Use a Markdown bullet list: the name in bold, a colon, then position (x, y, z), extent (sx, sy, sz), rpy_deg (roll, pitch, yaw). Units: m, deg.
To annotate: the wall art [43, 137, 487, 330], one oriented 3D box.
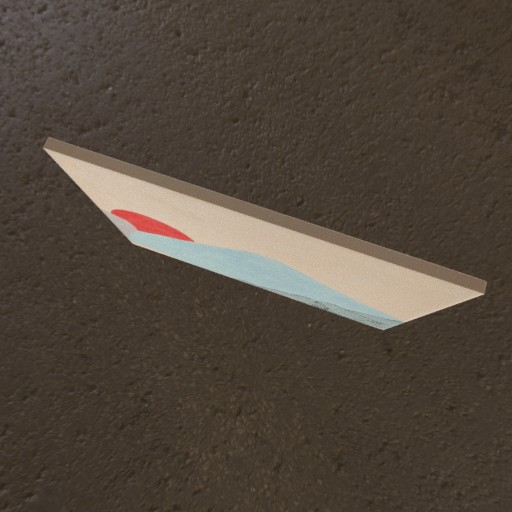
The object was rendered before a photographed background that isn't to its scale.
- **wall art**: position (0.000, 0.000, 1.601), extent (1.219, 0.912, 0.042), rpy_deg (19, 76, 5)
